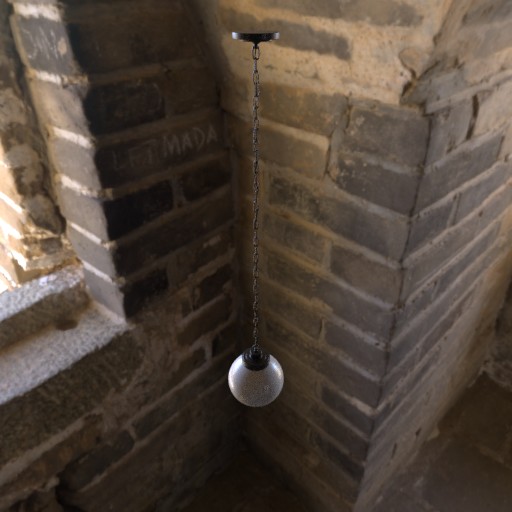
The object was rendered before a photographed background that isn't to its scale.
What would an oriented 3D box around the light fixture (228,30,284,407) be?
[{"bbox_3d":[0.000,0.000,2.065,0.305,1.867,0.304,-1,30,-2],"label":"light fixture"}]
